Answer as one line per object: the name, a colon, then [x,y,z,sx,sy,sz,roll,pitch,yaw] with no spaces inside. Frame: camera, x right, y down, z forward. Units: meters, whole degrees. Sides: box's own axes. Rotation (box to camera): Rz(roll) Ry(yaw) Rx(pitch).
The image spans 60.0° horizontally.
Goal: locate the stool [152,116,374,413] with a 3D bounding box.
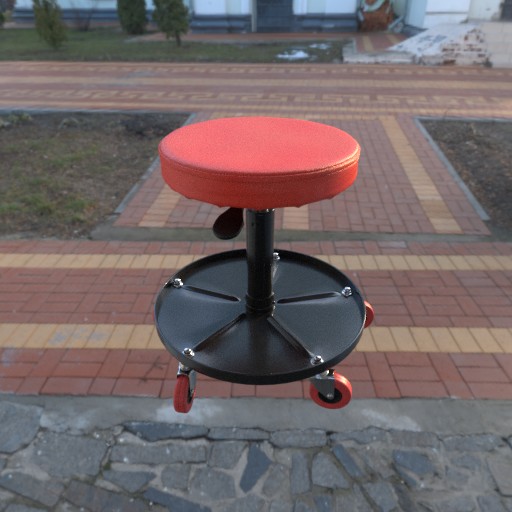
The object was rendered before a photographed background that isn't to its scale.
stool: [0.000,0.000,0.691,0.381,0.365,0.382,9,32,16]
